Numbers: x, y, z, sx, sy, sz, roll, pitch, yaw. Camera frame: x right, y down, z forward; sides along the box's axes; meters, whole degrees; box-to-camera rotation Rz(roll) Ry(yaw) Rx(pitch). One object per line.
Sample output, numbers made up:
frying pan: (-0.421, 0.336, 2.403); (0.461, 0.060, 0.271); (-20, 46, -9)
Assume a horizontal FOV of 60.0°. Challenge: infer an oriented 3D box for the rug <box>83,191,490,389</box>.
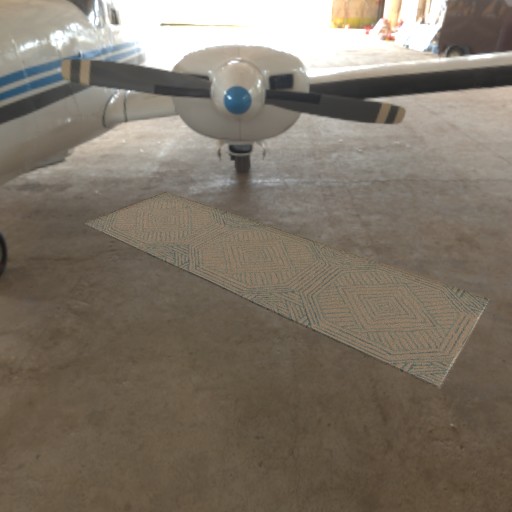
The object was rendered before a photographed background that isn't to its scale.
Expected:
rug: (0.000, 0.000, 2.665); (2.452, 0.012, 0.775); (21, 36, 33)
